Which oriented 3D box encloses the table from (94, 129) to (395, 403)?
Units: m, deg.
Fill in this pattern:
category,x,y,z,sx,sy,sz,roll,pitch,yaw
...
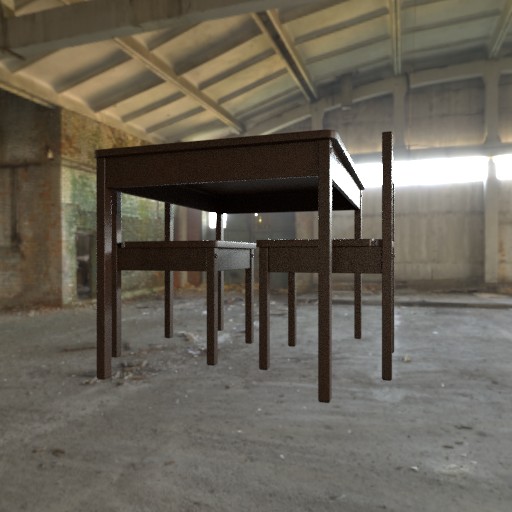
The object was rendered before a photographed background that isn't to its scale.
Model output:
category,x,y,z,sx,sy,sz,roll,pitch,yaw
table,0.000,0.000,1.130,0.672,0.503,0.650,0,0,18
